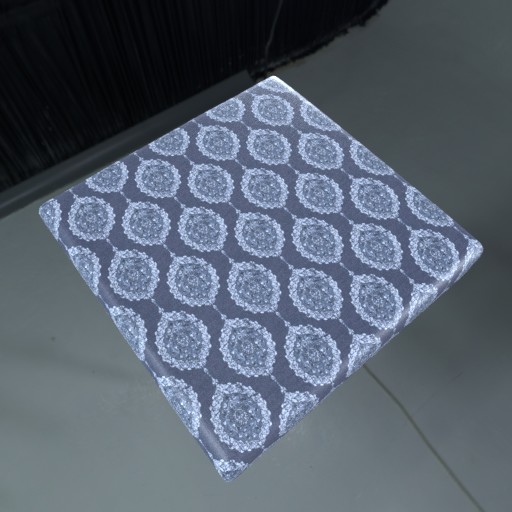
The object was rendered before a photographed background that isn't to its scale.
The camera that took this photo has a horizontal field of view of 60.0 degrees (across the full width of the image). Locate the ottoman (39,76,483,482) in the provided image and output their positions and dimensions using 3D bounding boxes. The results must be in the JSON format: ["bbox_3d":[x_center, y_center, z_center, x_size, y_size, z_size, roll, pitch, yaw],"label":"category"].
[{"bbox_3d":[0.000,0.000,1.358,0.889,0.409,0.890,-35,67,-18],"label":"ottoman"}]
